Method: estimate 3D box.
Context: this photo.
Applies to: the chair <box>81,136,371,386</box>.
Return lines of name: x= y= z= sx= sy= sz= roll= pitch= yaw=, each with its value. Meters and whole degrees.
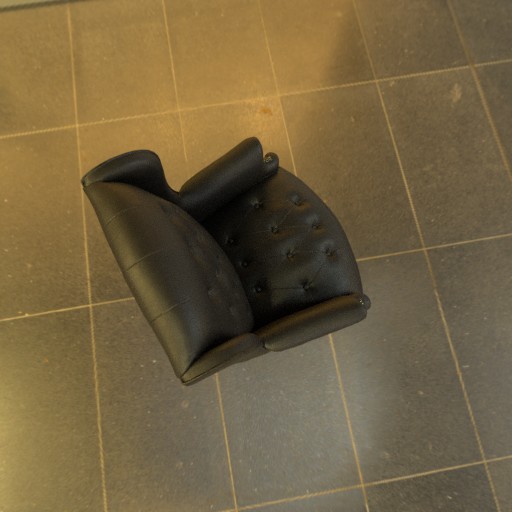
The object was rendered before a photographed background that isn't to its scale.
chair: x=0.000 y=0.000 z=1.738 sx=0.822 sy=1.133 sz=0.831 roll=-29 pitch=77 yaw=-7
